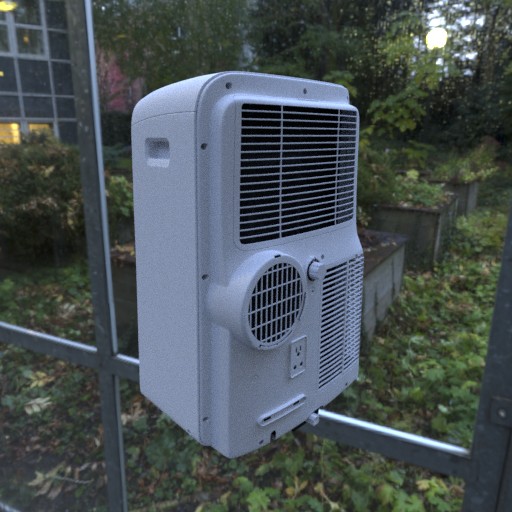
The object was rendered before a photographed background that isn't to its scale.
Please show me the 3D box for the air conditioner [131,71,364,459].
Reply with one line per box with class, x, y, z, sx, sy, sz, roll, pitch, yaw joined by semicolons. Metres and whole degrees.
air conditioner;0.000;0.000;0.961;0.365;0.700;0.454;14;21;42
